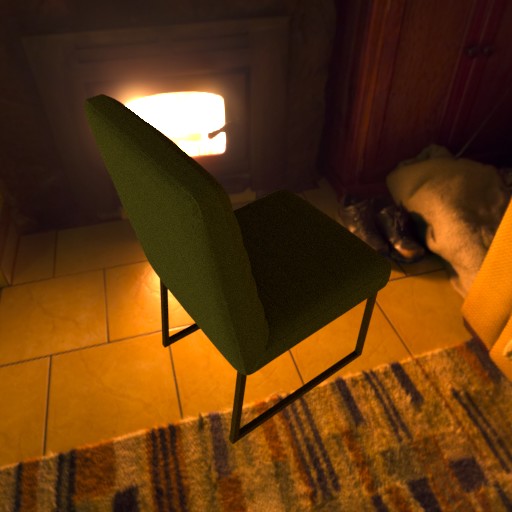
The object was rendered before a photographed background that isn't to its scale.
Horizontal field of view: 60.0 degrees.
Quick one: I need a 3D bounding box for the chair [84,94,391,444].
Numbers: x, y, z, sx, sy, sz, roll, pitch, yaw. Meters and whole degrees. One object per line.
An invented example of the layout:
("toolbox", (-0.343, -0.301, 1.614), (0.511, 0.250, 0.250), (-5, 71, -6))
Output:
("chair", (0.000, 0.000, 1.288), (0.634, 0.930, 0.520), (-26, 48, -26))
